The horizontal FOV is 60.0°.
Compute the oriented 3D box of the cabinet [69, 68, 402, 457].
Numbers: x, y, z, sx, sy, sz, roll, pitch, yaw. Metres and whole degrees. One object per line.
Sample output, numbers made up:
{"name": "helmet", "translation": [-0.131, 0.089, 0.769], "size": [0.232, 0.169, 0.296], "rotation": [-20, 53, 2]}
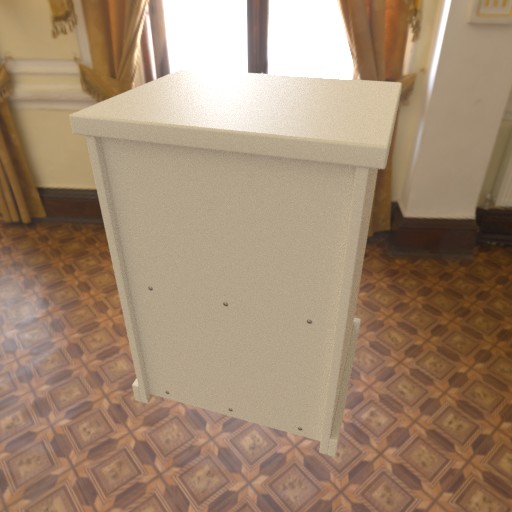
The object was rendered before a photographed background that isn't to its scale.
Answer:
{"name": "cabinet", "translation": [0.000, 0.000, 1.040], "size": [0.520, 0.723, 0.431], "rotation": [10, 34, 15]}
